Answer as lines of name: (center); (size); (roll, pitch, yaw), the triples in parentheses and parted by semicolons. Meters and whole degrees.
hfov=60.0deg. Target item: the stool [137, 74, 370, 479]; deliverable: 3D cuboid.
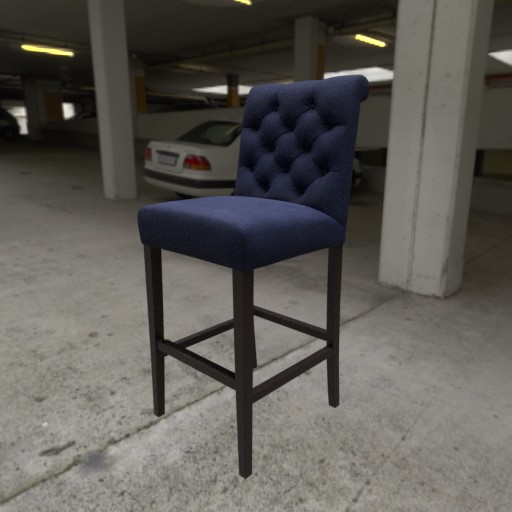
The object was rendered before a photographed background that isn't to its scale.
stool: (0.000, 0.000, 1.477); (0.493, 1.140, 0.601); (13, 20, 41)
